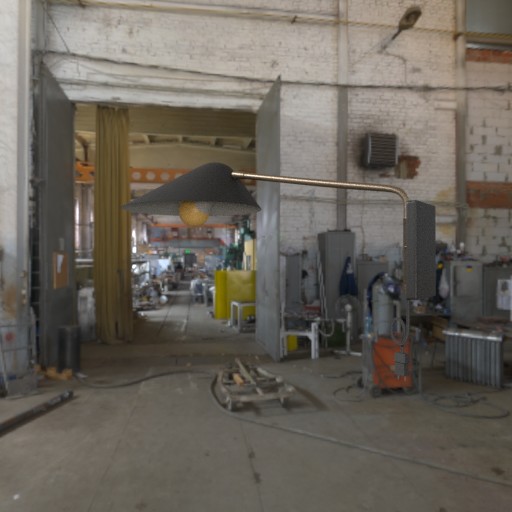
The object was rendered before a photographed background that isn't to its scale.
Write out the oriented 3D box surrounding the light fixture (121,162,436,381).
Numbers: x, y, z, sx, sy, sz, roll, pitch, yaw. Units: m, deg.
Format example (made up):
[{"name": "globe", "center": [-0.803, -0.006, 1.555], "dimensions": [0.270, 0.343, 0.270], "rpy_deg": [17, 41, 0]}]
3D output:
[{"name": "light fixture", "center": [0.000, 0.000, 0.689], "dimensions": [0.516, 0.312, 0.240], "rpy_deg": [0, 0, 37]}]
